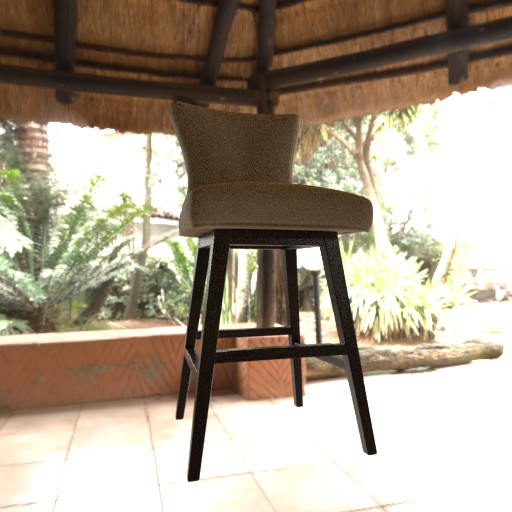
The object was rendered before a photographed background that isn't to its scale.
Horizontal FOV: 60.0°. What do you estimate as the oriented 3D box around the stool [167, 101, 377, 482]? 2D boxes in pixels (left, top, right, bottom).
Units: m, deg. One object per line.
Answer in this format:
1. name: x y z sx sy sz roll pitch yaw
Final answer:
1. stool: 0.000 0.000 1.398 0.514 1.086 0.574 0 -1 -17
